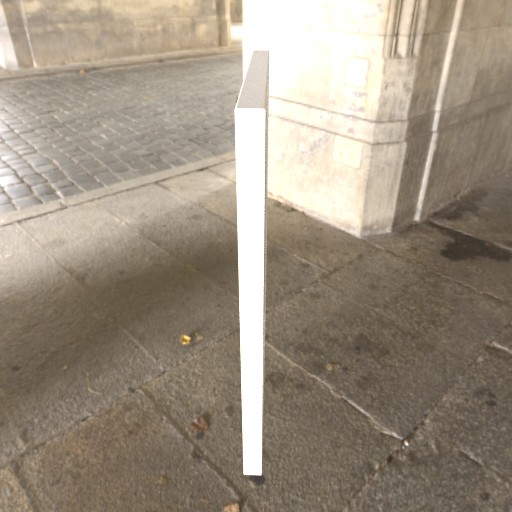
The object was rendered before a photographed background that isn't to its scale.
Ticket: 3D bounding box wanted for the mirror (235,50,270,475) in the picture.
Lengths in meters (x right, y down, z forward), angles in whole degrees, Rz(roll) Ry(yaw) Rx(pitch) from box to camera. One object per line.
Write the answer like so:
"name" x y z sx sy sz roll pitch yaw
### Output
"mirror" 0.000 0.000 0.909 0.040 0.710 0.507 1 32 2
